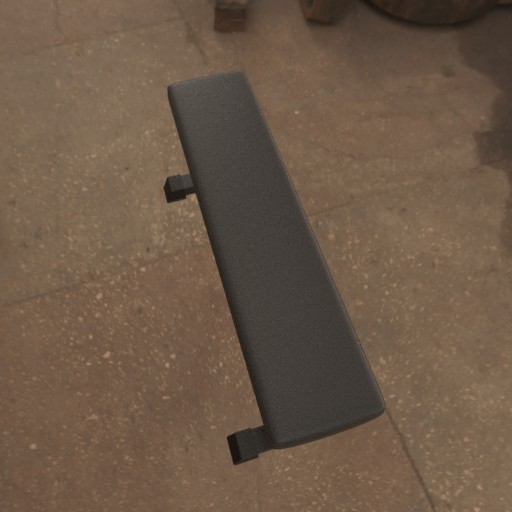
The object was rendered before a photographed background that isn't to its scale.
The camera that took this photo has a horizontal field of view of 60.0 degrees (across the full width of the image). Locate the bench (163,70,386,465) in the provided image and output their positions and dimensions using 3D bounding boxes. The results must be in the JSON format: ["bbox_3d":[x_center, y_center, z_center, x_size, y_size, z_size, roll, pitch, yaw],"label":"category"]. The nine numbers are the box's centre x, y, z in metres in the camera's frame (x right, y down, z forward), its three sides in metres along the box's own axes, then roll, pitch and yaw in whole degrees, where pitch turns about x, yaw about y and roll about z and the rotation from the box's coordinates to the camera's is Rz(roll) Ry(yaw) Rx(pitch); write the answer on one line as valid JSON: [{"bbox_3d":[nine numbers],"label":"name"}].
[{"bbox_3d":[0.000,0.000,1.308,0.439,0.453,1.072,-15,63,-8],"label":"bench"}]
